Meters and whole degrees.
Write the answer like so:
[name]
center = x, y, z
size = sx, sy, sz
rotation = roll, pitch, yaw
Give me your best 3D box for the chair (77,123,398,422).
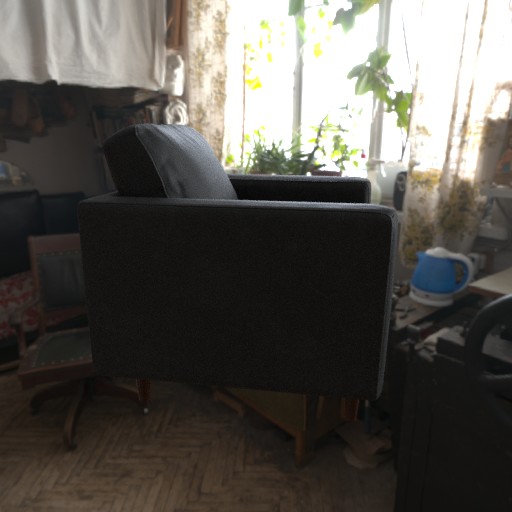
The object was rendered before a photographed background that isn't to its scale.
[chair]
center = 0.000, 0.000, 1.571
size = 0.879, 0.898, 0.831
rotation = 2, 16, 8
